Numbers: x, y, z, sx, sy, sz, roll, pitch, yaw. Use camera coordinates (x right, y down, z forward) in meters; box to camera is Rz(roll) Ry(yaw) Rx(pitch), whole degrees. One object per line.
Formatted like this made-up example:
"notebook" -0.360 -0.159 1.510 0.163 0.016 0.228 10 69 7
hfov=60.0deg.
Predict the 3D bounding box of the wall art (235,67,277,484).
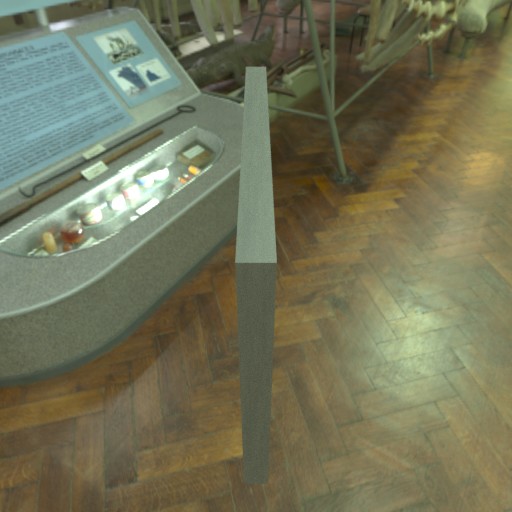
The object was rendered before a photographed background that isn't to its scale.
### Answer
"wall art" 0.000 0.000 0.754 0.037 0.450 0.557 0 40 0
